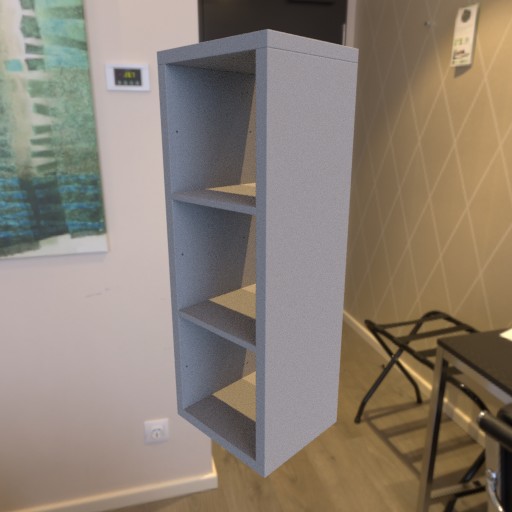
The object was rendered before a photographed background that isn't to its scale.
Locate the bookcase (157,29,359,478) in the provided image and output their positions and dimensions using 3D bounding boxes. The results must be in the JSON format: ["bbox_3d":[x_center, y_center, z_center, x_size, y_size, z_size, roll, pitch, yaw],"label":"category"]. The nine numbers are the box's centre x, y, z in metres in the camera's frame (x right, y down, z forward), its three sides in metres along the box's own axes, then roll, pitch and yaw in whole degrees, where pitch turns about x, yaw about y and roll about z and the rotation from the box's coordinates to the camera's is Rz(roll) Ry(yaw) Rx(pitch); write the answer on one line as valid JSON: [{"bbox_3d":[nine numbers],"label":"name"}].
[{"bbox_3d":[0.000,0.000,1.268,0.390,1.080,0.330,15,22,42],"label":"bookcase"}]
